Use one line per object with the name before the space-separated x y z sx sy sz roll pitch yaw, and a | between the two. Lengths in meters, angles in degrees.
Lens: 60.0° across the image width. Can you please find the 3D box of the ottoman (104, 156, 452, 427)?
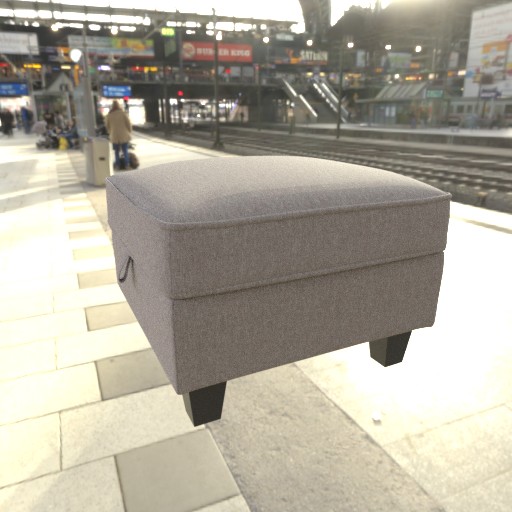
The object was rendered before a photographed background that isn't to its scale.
ottoman | 0.000 0.000 1.435 0.871 0.612 0.808 -9 20 -25
